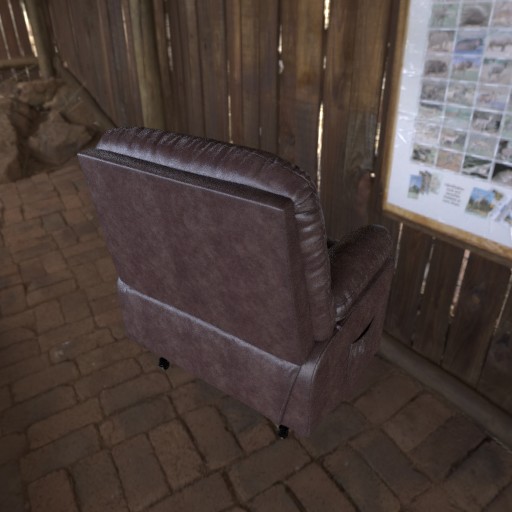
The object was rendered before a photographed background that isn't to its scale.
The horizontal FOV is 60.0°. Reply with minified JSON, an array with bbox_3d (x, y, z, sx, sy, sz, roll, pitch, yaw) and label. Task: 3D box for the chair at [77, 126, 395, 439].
[{"bbox_3d":[0.000,0.000,1.740,0.940,1.041,0.879,19,35,30],"label":"chair"}]
